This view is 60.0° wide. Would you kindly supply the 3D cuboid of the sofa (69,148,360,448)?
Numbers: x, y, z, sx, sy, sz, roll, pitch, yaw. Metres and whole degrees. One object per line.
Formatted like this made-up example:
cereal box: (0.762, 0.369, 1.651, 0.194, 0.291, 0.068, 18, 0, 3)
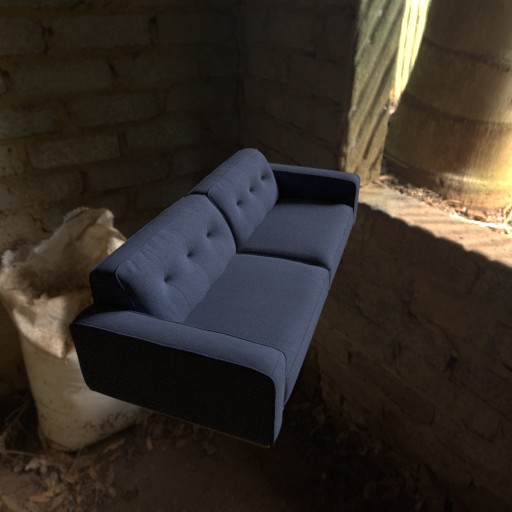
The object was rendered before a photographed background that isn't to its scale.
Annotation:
sofa: (0.000, 0.000, 2.760, 0.953, 0.782, 2.270, 10, 32, 17)
